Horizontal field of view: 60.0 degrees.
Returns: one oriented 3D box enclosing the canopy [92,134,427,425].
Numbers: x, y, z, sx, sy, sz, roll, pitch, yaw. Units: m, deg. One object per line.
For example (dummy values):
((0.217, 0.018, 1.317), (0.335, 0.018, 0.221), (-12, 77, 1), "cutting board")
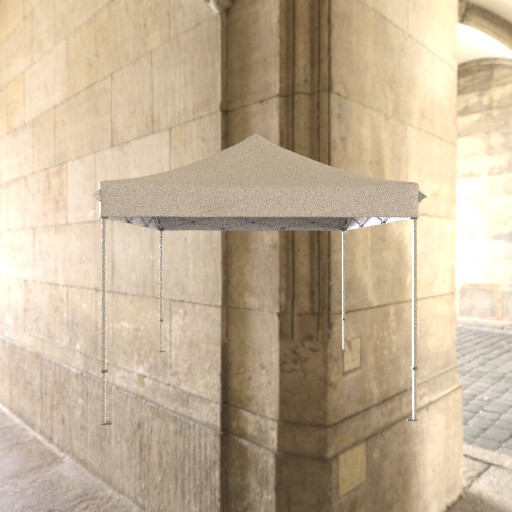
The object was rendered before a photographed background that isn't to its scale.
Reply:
((0.000, 0.000, 5.460), (2.996, 2.998, 2.994), (0, 1, -2), "canopy")
